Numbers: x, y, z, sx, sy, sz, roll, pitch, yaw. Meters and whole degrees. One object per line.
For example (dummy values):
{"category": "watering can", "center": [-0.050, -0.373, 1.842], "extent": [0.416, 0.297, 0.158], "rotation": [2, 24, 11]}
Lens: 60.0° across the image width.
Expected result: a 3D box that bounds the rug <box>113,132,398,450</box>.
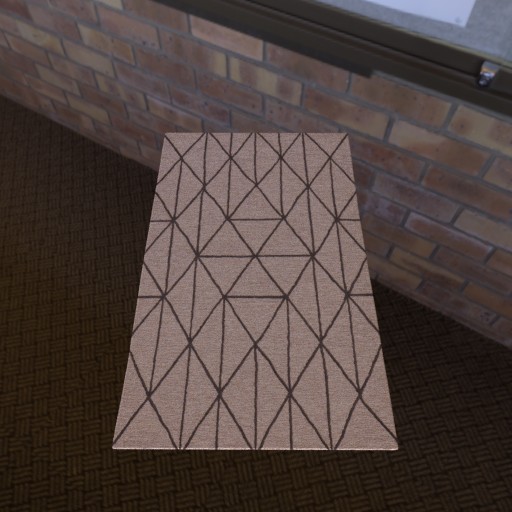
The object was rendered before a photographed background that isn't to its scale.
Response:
{"category": "rug", "center": [0.000, 0.000, 3.040], "extent": [1.526, 0.008, 2.465], "rotation": [0, 57, 0]}
